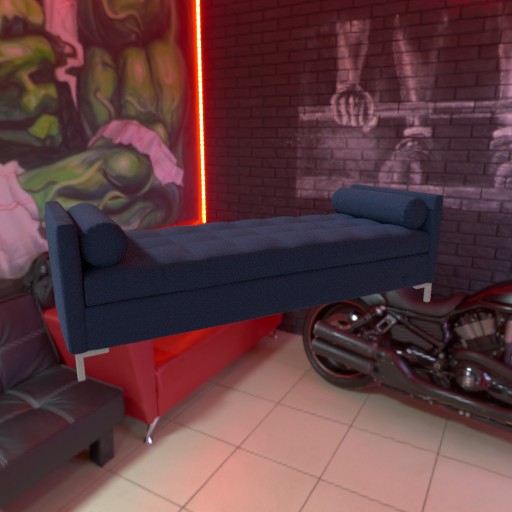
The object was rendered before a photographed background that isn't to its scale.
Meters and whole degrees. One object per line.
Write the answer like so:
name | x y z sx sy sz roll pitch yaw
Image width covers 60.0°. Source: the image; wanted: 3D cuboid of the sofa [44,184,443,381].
sofa | 0.000 0.000 2.510 2.102 0.657 0.797 -7 16 -27
